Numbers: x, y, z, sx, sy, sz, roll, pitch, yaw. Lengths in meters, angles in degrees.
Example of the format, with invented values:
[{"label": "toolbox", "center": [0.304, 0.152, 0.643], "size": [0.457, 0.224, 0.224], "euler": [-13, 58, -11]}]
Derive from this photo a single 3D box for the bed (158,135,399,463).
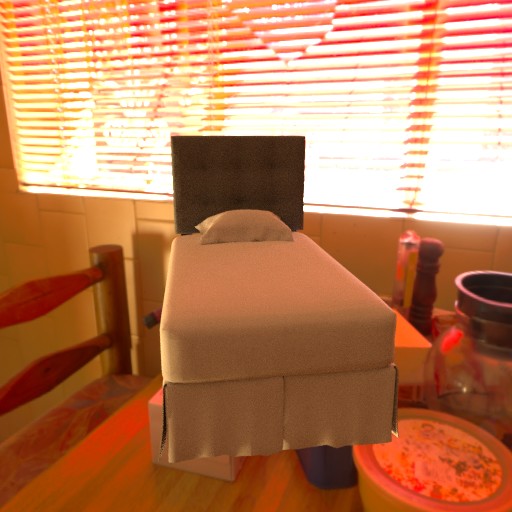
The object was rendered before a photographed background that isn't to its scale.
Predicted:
[{"label": "bed", "center": [0.000, 0.000, 2.990], "size": [1.261, 1.571, 1.997], "euler": [-2, 15, -8]}]
